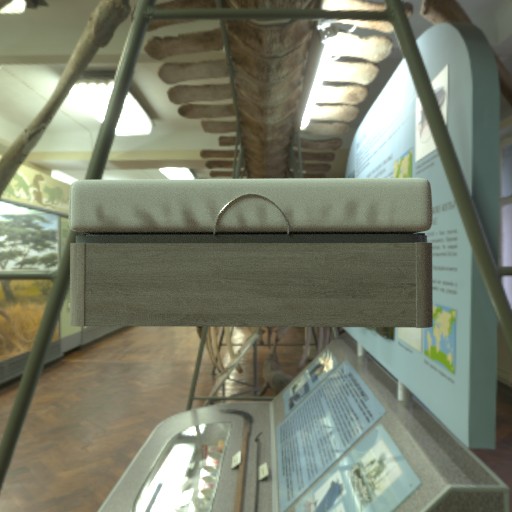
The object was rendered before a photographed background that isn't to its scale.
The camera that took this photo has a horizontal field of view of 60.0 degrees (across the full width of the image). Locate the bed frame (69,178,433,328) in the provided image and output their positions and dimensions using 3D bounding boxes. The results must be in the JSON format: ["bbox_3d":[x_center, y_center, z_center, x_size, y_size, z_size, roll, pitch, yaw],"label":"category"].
[{"bbox_3d":[0.000,0.000,2.597,1.400,0.561,1.900,0,-1,2],"label":"bed frame"}]
